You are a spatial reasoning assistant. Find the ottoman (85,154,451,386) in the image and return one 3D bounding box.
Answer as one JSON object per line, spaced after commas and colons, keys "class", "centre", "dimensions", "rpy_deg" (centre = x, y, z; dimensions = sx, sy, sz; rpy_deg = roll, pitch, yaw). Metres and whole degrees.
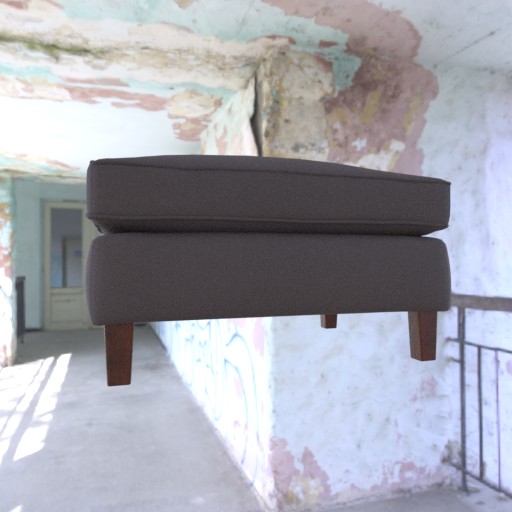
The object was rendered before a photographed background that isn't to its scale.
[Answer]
{"class": "ottoman", "centre": [0.000, 0.000, 0.984], "dimensions": [0.686, 0.406, 0.508], "rpy_deg": [0, 0, -17]}
